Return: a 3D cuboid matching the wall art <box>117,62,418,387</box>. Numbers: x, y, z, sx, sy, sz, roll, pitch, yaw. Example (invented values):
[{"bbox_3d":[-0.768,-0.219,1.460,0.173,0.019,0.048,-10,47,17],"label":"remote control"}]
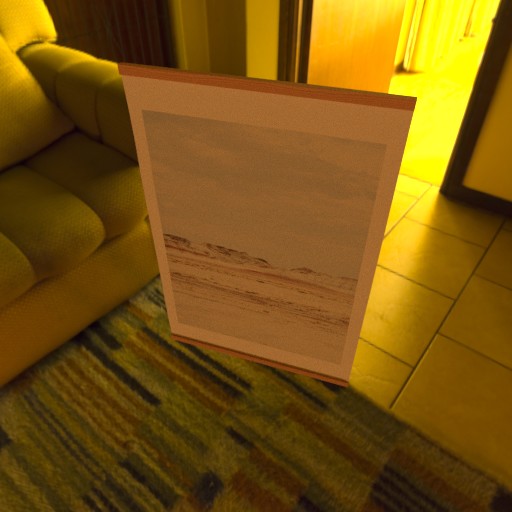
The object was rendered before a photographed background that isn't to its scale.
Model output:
[{"bbox_3d":[0.000,0.000,1.938,1.011,1.521,0.025,12,43,14],"label":"wall art"}]
